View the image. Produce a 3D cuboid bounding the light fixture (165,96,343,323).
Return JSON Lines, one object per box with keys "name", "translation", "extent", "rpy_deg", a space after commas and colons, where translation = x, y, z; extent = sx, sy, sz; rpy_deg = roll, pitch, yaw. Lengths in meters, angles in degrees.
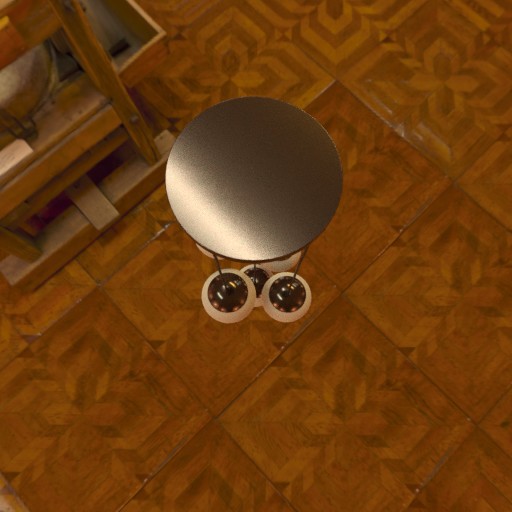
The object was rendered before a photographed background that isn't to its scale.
{"name": "light fixture", "translation": [0.000, 0.000, 1.473], "extent": [0.484, 1.271, 0.489], "rpy_deg": [-41, 79, -9]}
